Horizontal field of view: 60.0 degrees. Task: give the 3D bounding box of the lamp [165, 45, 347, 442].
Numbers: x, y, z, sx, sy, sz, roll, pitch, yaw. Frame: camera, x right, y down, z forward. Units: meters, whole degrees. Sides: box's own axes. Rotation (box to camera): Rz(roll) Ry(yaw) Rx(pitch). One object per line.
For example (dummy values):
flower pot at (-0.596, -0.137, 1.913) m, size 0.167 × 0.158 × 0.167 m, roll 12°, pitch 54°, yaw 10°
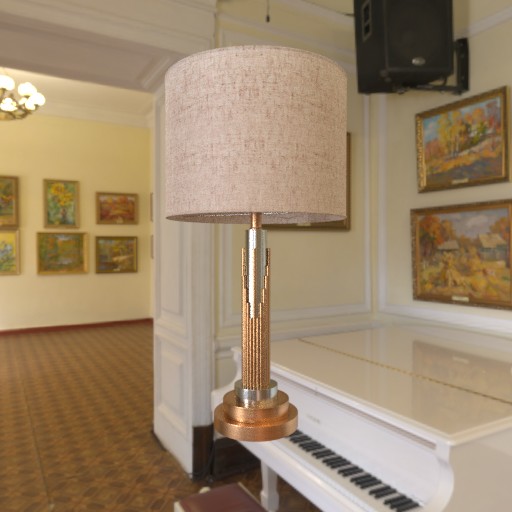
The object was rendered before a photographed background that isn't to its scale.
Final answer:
lamp at (0.000, 0.000, 0.801) m, size 0.321 × 0.610 × 0.321 m, roll 0°, pitch 1°, yaw -18°
